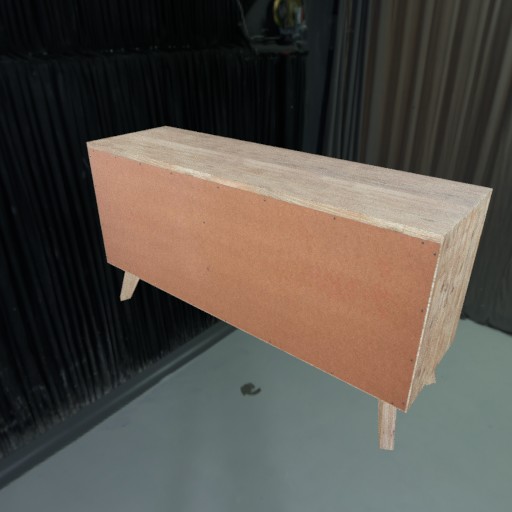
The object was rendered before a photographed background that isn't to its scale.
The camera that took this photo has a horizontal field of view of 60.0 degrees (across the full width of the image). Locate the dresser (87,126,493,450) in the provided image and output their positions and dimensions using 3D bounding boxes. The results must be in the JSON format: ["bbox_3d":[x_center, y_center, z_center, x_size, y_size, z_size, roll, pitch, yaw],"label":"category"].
[{"bbox_3d":[0.000,0.000,1.861,1.554,0.805,0.455,20,34,34],"label":"dresser"}]
